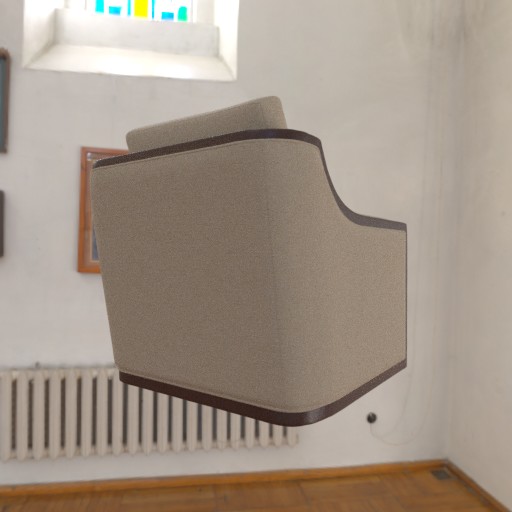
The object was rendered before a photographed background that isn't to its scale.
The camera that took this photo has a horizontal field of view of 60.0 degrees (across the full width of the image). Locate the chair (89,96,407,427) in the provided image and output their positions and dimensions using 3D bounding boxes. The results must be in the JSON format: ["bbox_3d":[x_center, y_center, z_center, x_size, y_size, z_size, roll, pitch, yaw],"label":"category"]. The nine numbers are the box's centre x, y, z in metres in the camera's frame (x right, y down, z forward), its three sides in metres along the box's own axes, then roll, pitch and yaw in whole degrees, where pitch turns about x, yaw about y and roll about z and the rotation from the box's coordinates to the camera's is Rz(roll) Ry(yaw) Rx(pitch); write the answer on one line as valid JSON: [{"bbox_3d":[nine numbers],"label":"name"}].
[{"bbox_3d":[0.000,0.000,1.654,0.870,0.930,0.950,0,1,36],"label":"chair"}]
